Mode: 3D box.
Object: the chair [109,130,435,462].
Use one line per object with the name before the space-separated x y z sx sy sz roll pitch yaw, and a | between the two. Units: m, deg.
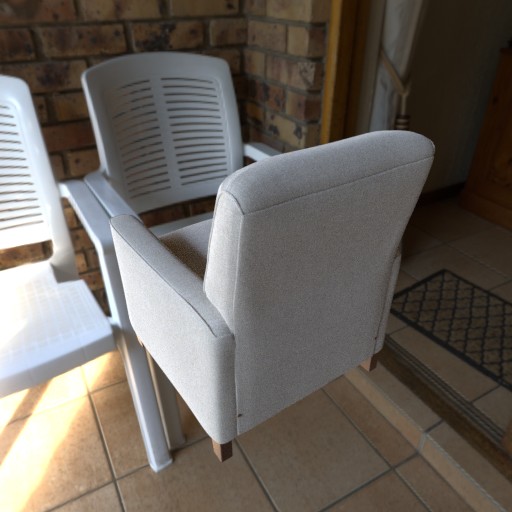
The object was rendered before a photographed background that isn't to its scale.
chair | 0.000 0.000 1.634 0.845 1.023 0.859 -21 38 -29
